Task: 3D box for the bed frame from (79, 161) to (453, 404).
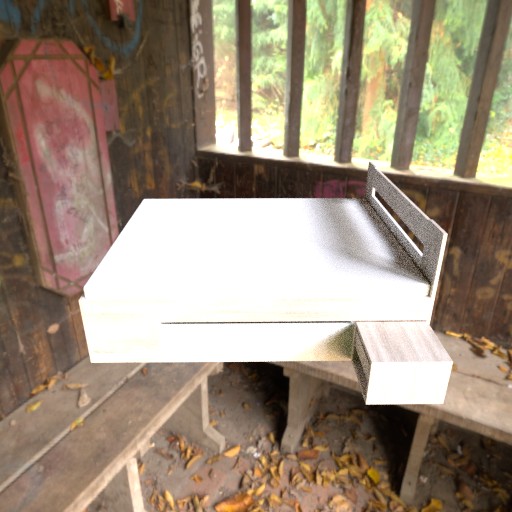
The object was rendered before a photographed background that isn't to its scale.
[{"bbox_3d":[0.000,0.000,3.141,2.050,0.860,2.040,0,25,-1],"label":"bed frame"}]
